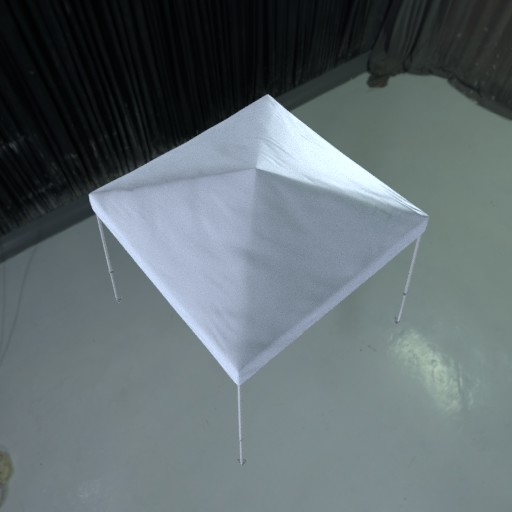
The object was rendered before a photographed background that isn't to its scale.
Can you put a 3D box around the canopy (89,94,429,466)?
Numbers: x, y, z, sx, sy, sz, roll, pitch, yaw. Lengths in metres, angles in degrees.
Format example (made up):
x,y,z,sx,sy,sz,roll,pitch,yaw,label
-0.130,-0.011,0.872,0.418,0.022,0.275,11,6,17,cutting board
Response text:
x,y,z,sx,sy,sz,roll,pitch,yaw,label
0.000,0.000,6.387,3.599,3.600,3.600,-36,64,-20,canopy
